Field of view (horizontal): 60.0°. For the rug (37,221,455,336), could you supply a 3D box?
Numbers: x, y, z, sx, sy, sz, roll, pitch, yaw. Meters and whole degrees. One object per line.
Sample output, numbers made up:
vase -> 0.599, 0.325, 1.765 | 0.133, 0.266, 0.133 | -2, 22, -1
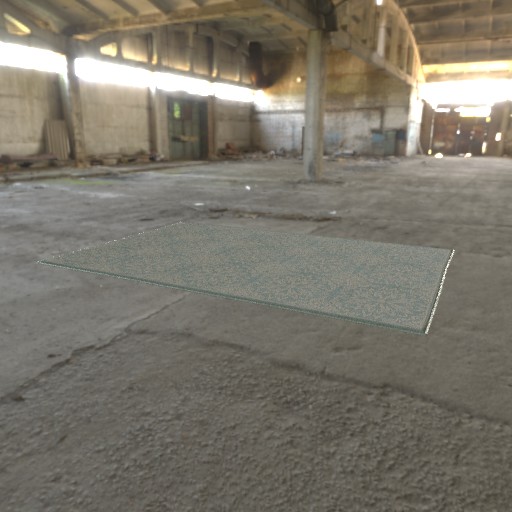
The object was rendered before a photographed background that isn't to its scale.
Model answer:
rug -> 0.000, 0.000, 2.329 | 1.840, 0.012, 1.219 | 8, 17, 26
